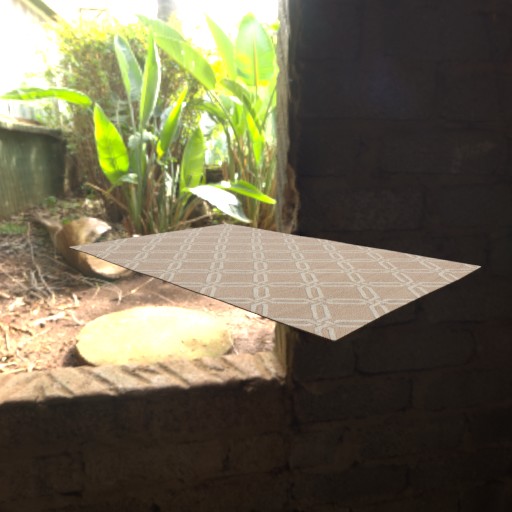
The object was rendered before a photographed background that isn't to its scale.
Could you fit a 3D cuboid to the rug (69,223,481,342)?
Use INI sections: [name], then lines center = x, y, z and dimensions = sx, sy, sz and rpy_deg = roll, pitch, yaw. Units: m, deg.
[rug]
center = 0.000, 0.000, 2.192
dimensions = 1.745, 0.010, 1.146
rpy_deg = 13, 18, 43
